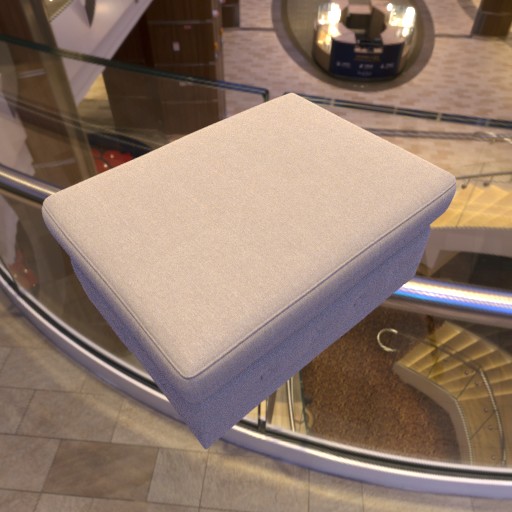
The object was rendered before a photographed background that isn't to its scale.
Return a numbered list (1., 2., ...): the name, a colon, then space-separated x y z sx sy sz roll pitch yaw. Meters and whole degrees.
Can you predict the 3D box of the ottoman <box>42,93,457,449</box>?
1. ottoman: 0.000 0.000 1.116 0.771 0.500 0.569 -32 54 -27
